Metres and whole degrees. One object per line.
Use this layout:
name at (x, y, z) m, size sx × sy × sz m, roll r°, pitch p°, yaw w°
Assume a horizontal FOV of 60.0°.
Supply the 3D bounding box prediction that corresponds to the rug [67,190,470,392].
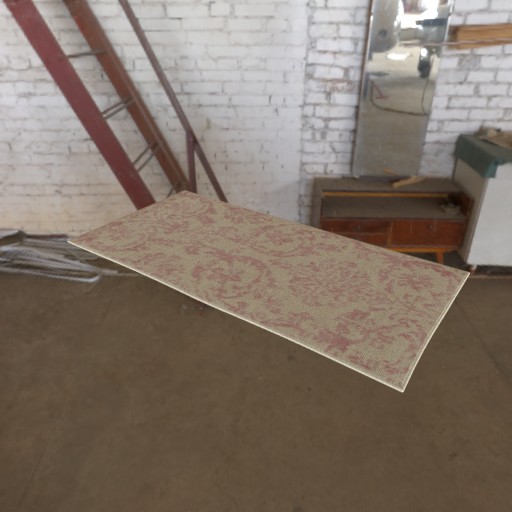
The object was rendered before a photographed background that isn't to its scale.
rug at (0.000, 0.000, 1.483) m, size 1.219 × 0.007 × 0.604 m, roll 19°, pitch 35°, yaw 30°
